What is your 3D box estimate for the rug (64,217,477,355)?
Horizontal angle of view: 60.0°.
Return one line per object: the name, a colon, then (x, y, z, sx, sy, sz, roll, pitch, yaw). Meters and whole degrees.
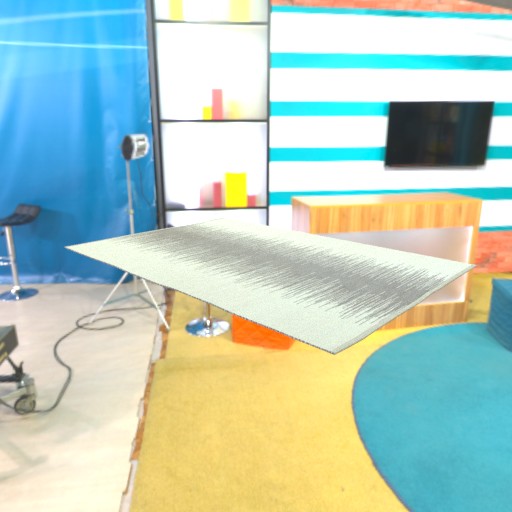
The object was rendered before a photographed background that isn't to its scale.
rug: (0.000, 0.000, 2.317, 1.815, 0.007, 1.226, 14, 21, 42)
